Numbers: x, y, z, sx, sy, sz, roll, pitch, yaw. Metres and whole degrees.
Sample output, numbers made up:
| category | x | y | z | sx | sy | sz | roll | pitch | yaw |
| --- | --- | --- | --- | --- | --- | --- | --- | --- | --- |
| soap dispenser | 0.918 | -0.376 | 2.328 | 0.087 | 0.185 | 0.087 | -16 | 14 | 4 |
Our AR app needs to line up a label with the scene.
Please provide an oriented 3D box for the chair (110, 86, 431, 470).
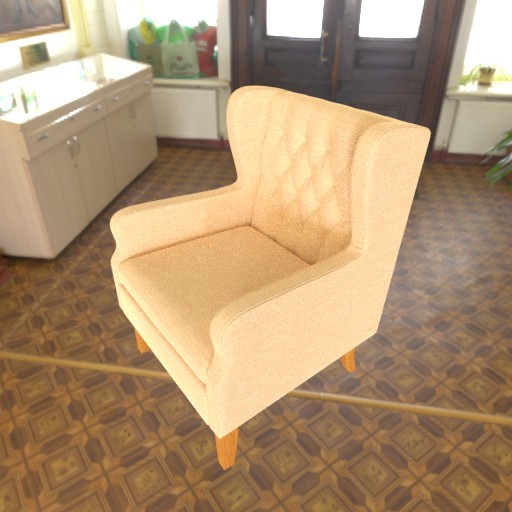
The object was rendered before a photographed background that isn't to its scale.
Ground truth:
| category | x | y | z | sx | sy | sz | roll | pitch | yaw |
| --- | --- | --- | --- | --- | --- | --- | --- | --- | --- |
| chair | 0.000 | 0.000 | 1.467 | 0.760 | 0.930 | 0.710 | -21 | 37 | -30 |
